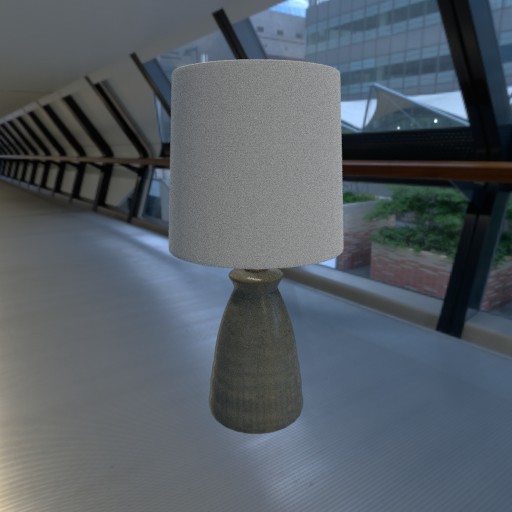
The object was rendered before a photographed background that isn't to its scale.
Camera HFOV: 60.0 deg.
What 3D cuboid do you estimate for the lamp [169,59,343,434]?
[{"bbox_3d":[0.000,0.000,0.484,0.186,0.369,0.186,0,14,0],"label":"lamp"}]
